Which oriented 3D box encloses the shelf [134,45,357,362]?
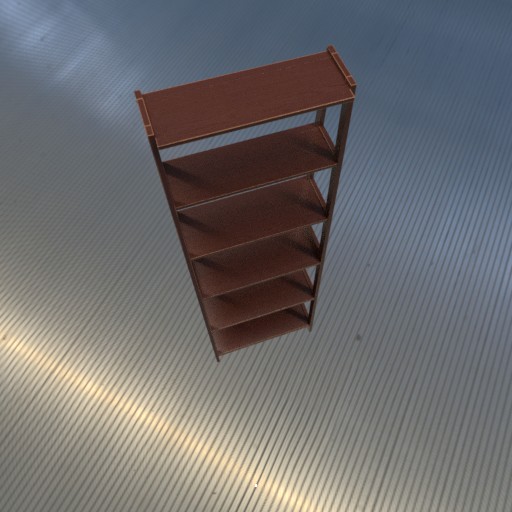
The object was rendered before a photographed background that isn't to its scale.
[{"bbox_3d":[0.000,0.000,2.154,0.660,1.892,0.381,-17,64,-8],"label":"shelf"}]
